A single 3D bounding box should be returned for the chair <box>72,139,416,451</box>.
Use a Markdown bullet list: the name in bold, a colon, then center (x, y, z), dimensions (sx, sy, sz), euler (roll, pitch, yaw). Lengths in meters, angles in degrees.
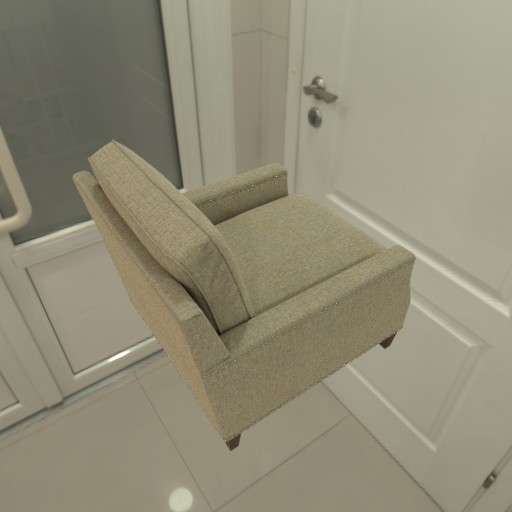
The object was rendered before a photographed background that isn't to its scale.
- **chair**: center (0.000, 0.000, 1.740), dimensions (1.014, 0.943, 0.853), euler (-24, 46, -26)
